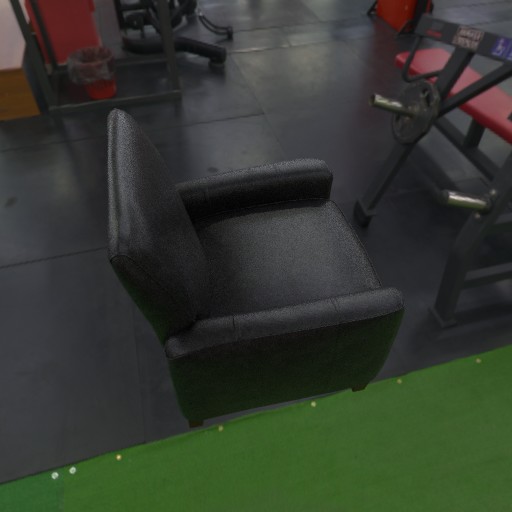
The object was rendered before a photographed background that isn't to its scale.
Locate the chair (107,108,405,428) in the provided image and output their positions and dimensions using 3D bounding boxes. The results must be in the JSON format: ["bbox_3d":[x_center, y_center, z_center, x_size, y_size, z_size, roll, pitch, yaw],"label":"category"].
[{"bbox_3d":[0.000,0.000,1.638,0.864,1.014,0.848,-10,48,-9],"label":"chair"}]
